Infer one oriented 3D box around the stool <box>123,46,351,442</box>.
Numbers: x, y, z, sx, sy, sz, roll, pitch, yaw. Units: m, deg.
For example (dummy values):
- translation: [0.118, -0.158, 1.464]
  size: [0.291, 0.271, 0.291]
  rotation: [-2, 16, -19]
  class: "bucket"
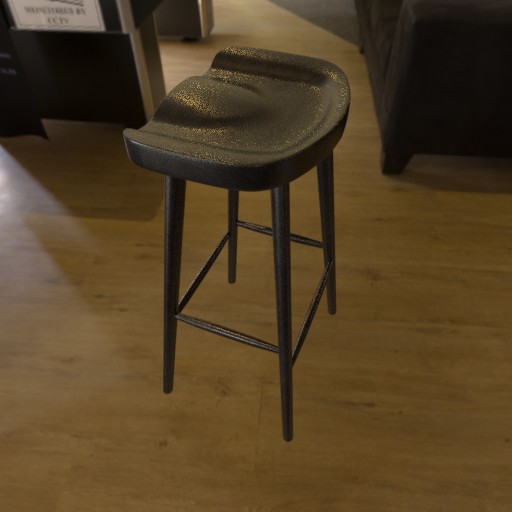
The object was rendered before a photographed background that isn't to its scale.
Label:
- translation: [0.000, 0.000, 0.999]
  size: [0.361, 0.749, 0.440]
  rotation: [16, 47, 15]
  class: "stool"
